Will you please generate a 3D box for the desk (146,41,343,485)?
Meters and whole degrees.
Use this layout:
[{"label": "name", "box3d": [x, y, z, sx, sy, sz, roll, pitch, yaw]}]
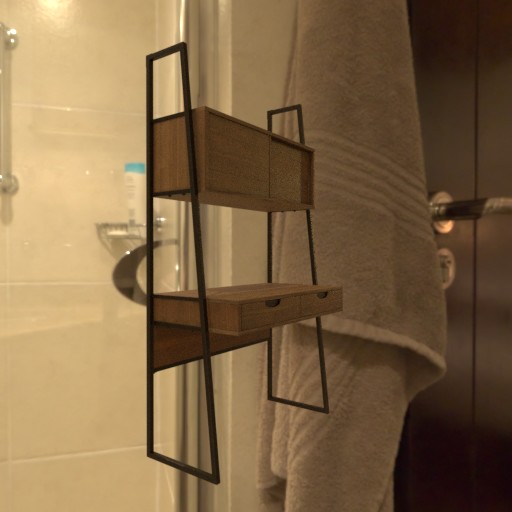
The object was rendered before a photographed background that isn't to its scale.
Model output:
[{"label": "desk", "box3d": [0.000, 0.000, 2.241, 0.515, 1.809, 0.982, 0, 0, 36]}]
